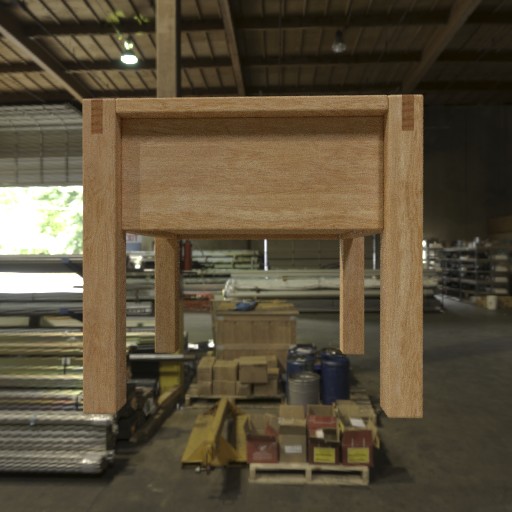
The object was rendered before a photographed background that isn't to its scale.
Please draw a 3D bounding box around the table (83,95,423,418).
[{"bbox_3d":[0.000,0.000,0.842,0.480,0.450,0.440,0,0,2],"label":"table"}]
